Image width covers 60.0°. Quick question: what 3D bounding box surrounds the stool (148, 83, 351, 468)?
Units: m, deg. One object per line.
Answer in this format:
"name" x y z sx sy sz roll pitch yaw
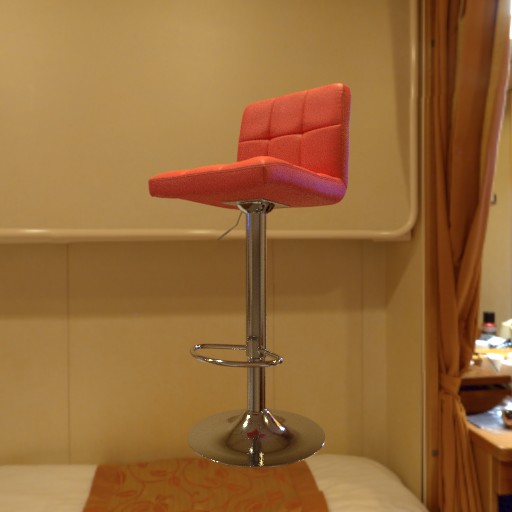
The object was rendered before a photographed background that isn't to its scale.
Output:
"stool" 0.000 0.000 1.365 0.430 1.115 0.505 1 1 36
